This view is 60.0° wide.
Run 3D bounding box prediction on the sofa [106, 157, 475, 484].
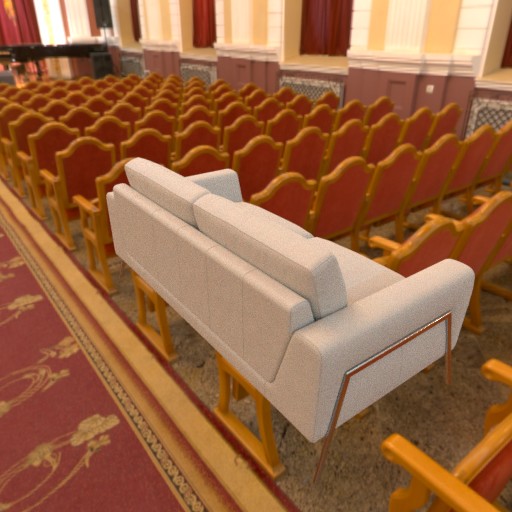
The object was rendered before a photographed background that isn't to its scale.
[{"bbox_3d":[0.000,0.000,2.483,0.953,0.875,2.017,-19,32,-32],"label":"sofa"}]
